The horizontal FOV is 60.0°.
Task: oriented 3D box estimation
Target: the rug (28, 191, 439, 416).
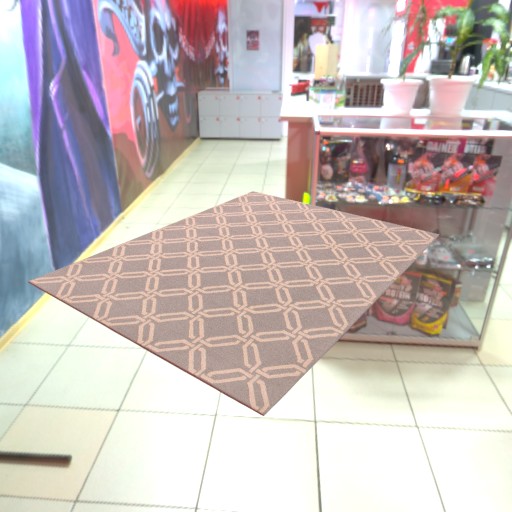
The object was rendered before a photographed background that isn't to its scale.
[{"bbox_3d":[0.000,0.000,3.887,2.288,0.018,2.895,18,31,33],"label":"rug"}]
